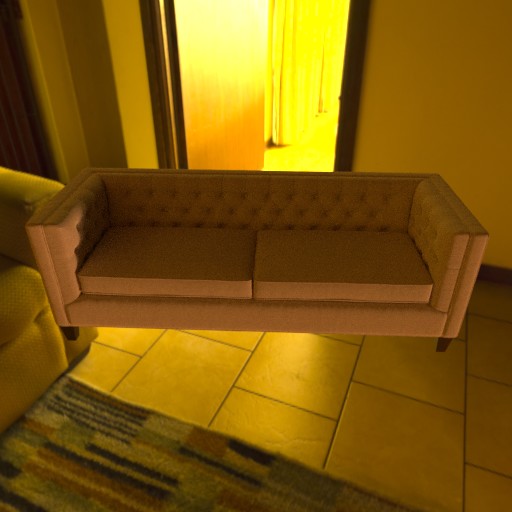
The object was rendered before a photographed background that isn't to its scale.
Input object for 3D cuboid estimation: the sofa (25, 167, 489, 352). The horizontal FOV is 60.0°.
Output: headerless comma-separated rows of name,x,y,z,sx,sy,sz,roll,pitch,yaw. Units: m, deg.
sofa,0.000,0.000,2.566,2.159,0.762,0.775,1,32,2
